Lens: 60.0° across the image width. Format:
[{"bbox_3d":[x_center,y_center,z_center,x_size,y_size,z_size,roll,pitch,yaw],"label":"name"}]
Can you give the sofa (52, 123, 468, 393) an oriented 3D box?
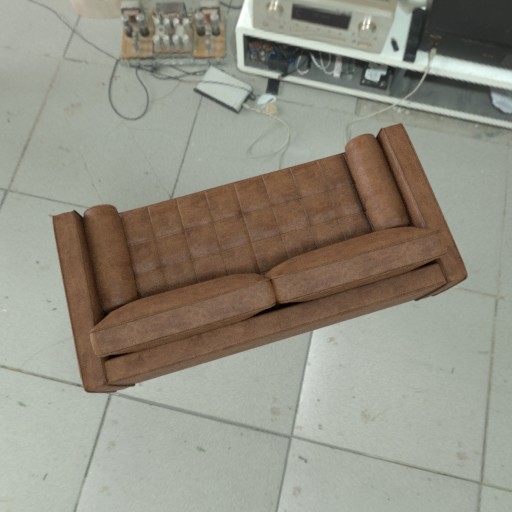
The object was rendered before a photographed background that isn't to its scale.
[{"bbox_3d":[0.000,0.000,2.385,1.920,0.825,0.924,-16,75,-4],"label":"sofa"}]
